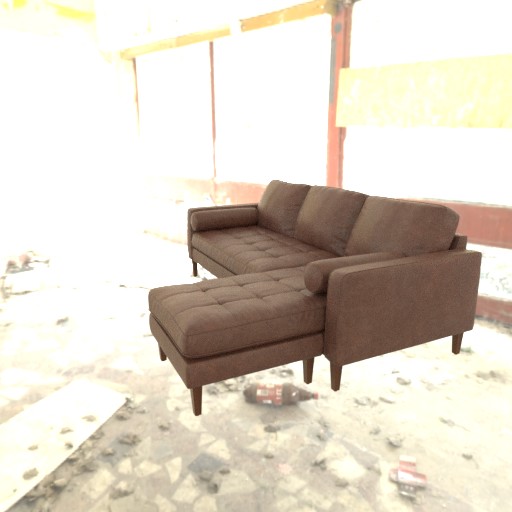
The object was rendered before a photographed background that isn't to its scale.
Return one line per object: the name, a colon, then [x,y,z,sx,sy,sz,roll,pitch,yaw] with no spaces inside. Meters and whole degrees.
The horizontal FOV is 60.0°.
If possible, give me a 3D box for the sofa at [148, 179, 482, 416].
sofa: [0.000,0.000,2.951,1.613,0.841,2.185,-7,17,-26]
